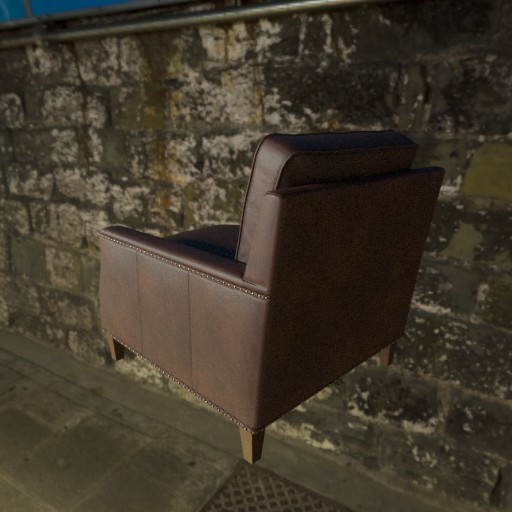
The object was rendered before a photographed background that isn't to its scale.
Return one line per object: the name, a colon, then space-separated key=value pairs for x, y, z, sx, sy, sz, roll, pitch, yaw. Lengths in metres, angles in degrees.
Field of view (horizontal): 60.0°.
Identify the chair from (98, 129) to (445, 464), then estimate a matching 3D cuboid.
chair: x=0.000 y=0.000 z=1.687 sx=0.853 sy=0.929 sz=1.014 roll=-16 pitch=23 yaw=-42
